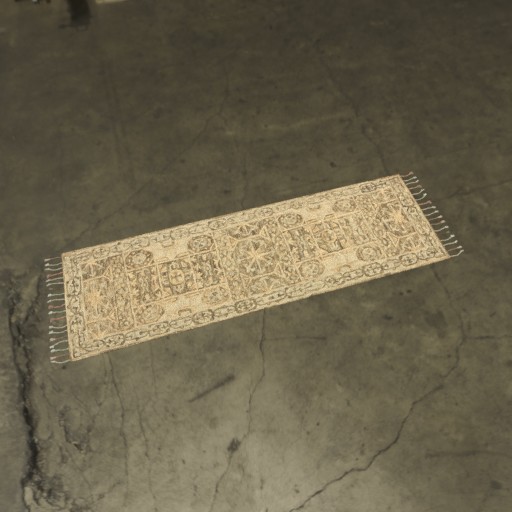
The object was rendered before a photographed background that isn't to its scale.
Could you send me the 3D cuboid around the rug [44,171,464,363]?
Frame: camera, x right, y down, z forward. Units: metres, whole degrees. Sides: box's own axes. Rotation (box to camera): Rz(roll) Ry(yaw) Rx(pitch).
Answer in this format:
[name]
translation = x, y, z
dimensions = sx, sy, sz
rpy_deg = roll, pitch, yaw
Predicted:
[rug]
translation = 0.000, 0.000, 2.910
dimensions = 2.664, 0.011, 0.762
rpy_deg = -14, 59, -9
